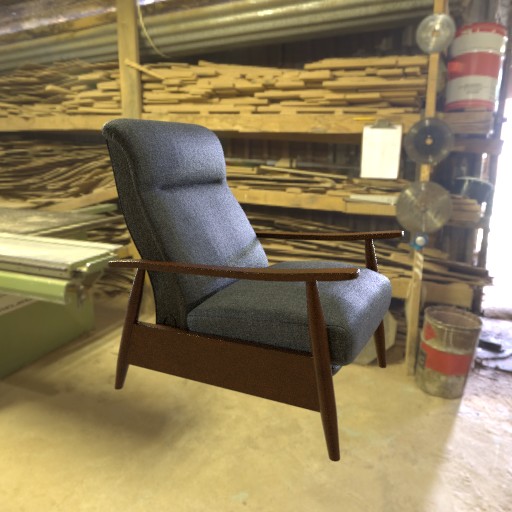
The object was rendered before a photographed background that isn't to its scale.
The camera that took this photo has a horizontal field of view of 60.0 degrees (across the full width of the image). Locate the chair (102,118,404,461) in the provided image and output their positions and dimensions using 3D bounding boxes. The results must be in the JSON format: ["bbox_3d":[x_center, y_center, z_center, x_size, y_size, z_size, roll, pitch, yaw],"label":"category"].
[{"bbox_3d":[0.000,0.000,1.815,1.030,1.082,0.762,7,15,27],"label":"chair"}]
